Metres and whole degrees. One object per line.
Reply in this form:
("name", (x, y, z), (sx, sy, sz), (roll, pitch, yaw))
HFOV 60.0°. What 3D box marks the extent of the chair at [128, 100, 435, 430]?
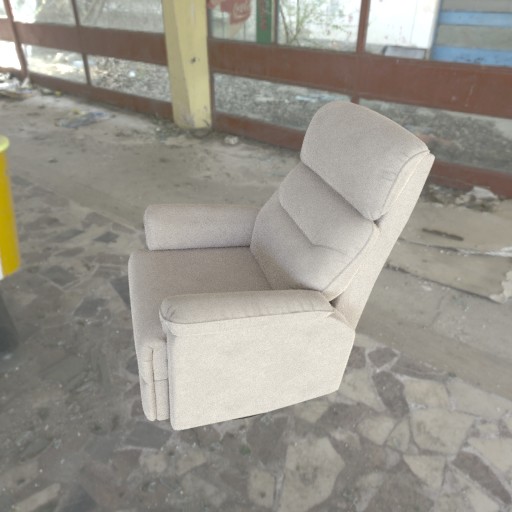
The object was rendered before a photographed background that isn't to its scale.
("chair", (0.000, 0.000, 1.712), (1.001, 1.039, 0.820), (-9, 33, -14))
